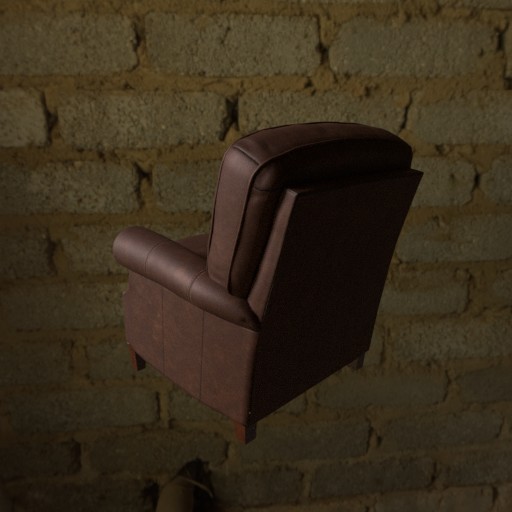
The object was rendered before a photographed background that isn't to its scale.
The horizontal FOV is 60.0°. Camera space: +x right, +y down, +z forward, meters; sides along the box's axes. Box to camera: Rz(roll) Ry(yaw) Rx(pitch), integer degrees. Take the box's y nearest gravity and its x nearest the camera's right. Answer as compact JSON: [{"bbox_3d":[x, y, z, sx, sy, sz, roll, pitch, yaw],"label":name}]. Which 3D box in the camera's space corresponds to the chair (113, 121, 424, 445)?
[{"bbox_3d":[0.000,0.000,1.751,0.936,1.018,0.986,-16,23,-42],"label":"chair"}]
